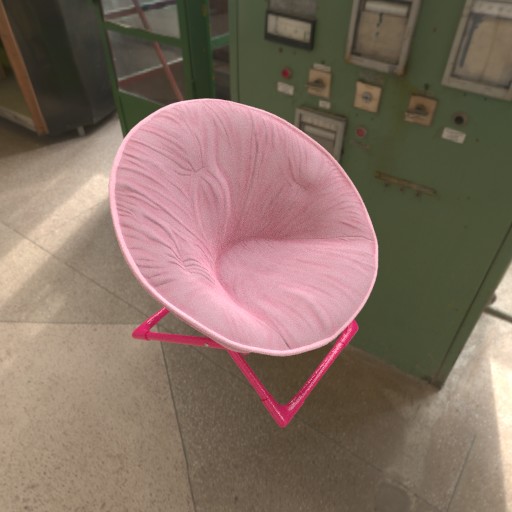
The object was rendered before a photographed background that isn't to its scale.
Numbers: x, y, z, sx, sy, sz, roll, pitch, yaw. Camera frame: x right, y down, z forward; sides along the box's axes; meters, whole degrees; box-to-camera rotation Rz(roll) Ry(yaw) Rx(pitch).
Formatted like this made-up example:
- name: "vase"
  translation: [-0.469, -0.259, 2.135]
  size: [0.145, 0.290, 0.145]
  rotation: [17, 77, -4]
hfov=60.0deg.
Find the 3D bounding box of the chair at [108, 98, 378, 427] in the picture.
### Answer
- name: "chair"
  translation: [0.000, 0.000, 0.889]
  size: [0.459, 0.494, 0.522]
  rotation: [27, 48, 27]
